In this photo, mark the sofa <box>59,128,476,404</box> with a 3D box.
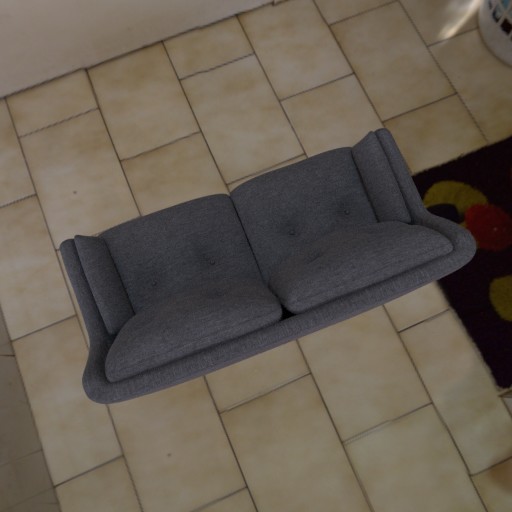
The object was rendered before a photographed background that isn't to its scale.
[{"bbox_3d":[0.000,0.000,2.422,1.929,0.896,0.975,-20,76,-5],"label":"sofa"}]
